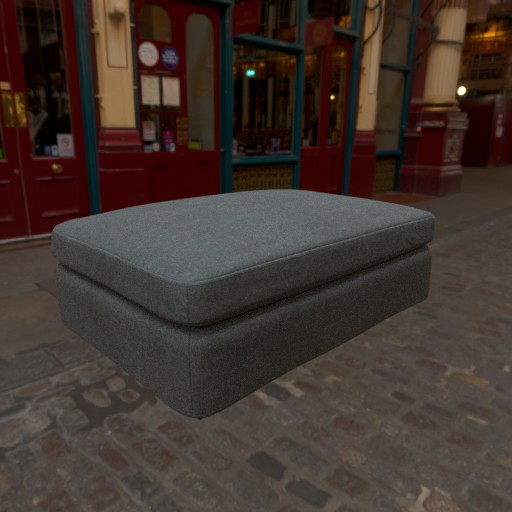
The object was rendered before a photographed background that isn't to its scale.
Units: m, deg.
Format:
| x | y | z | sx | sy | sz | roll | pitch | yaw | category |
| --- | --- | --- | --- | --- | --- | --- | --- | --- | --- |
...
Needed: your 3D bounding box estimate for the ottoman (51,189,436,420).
| x | y | z | sx | sy | sz | roll | pitch | yaw | category |
| --- | --- | --- | --- | --- | --- | --- | --- | --- | --- |
| 0.000 | 0.000 | 1.632 | 1.199 | 0.429 | 0.840 | -15 | 21 | -42 | ottoman |
